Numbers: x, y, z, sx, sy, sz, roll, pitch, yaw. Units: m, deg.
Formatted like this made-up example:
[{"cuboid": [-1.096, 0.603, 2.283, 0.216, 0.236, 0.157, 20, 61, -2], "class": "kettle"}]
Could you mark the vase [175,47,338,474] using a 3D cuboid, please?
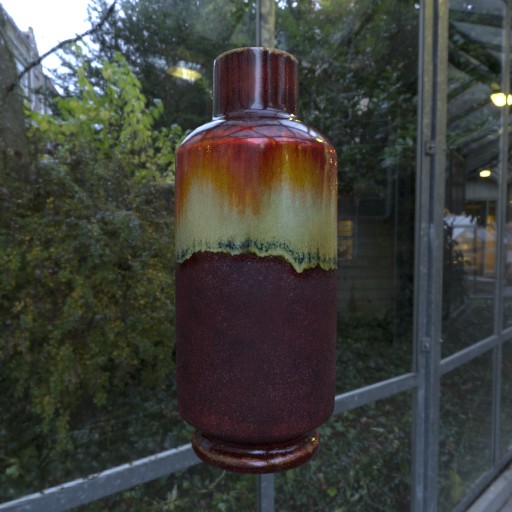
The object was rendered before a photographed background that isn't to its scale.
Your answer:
[{"cuboid": [0.000, 0.000, 0.307, 0.111, 0.261, 0.111, 0, 2, 0], "class": "vase"}]
